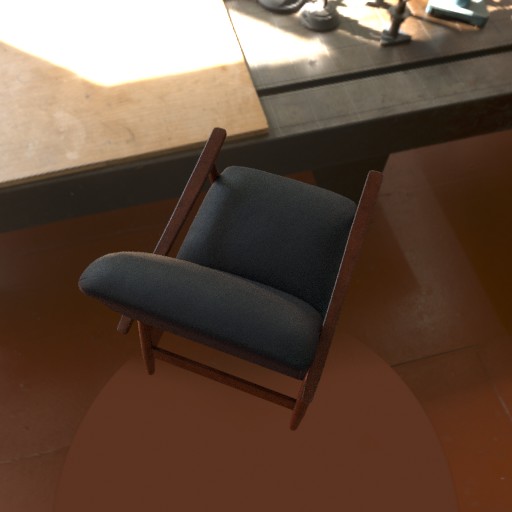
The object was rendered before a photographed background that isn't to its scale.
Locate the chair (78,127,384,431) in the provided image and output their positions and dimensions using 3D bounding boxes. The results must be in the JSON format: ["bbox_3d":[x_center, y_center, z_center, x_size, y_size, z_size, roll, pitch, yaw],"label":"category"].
[{"bbox_3d":[0.000,0.000,1.750,0.762,1.082,1.014,18,63,9],"label":"chair"}]
